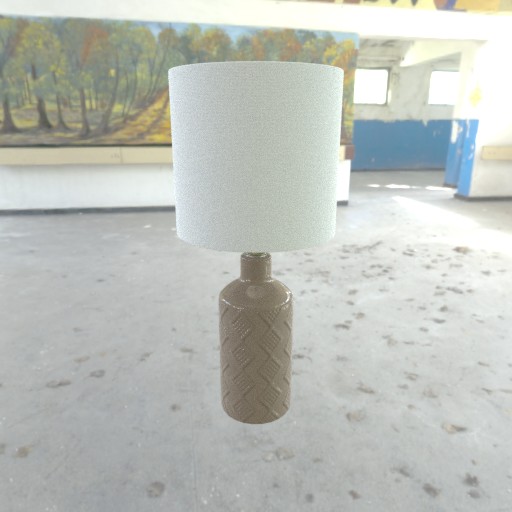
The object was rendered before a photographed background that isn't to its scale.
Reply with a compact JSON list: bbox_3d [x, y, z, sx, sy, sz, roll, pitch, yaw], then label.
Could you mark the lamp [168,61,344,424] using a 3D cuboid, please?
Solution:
[{"bbox_3d":[0.000,0.000,0.598,0.207,0.461,0.207,-3,17,-9],"label":"lamp"}]
